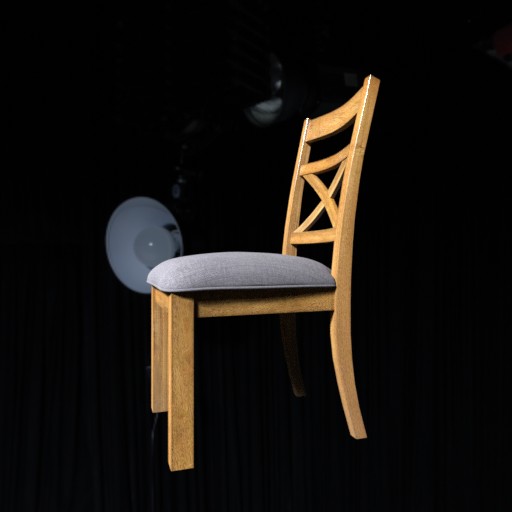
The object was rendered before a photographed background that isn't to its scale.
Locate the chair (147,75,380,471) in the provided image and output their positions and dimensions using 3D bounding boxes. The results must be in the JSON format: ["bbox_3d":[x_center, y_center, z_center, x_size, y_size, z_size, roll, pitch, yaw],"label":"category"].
[{"bbox_3d":[0.000,0.000,1.272,0.581,0.949,0.470,0,0,-19],"label":"chair"}]
